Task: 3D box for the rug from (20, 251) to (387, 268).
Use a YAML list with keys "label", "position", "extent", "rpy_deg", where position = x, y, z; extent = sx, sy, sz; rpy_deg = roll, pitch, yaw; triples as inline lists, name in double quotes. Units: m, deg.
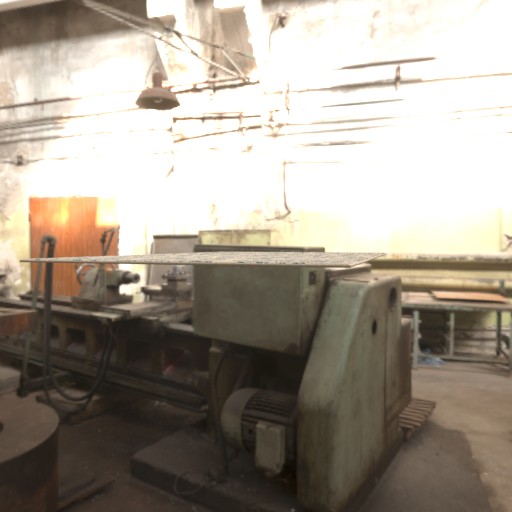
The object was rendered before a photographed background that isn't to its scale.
- label: "rug"
  position: [0.000, 0.000, 2.301]
  extent: [1.213, 0.012, 1.831]
  rpy_deg: [1, 2, 19]
